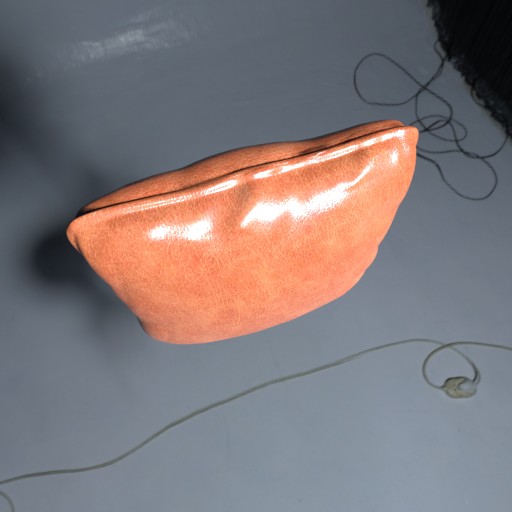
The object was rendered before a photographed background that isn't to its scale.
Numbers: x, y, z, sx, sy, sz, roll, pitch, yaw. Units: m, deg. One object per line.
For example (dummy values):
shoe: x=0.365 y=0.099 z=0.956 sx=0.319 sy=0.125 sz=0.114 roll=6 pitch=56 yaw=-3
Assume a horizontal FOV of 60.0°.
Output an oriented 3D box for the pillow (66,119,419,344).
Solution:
pillow: x=0.000 y=0.000 z=0.831 sx=0.532 sy=0.523 sz=0.236 roll=-17 pitch=65 yaw=-8
